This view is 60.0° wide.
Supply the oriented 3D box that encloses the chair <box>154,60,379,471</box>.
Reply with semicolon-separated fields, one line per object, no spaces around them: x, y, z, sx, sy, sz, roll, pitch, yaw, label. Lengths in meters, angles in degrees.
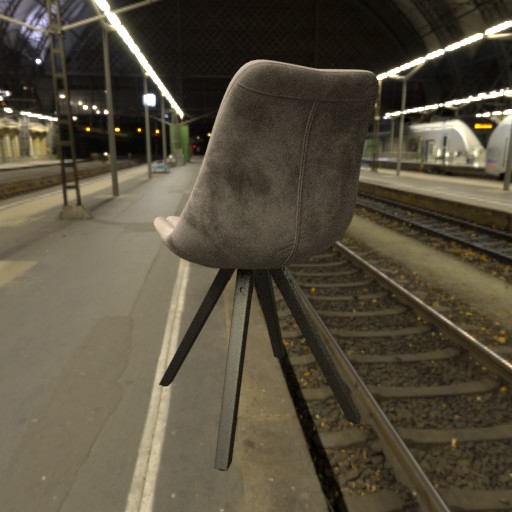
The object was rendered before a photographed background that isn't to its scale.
0.000;0.000;1.156;0.485;0.850;0.550;-7;15;-27;chair
